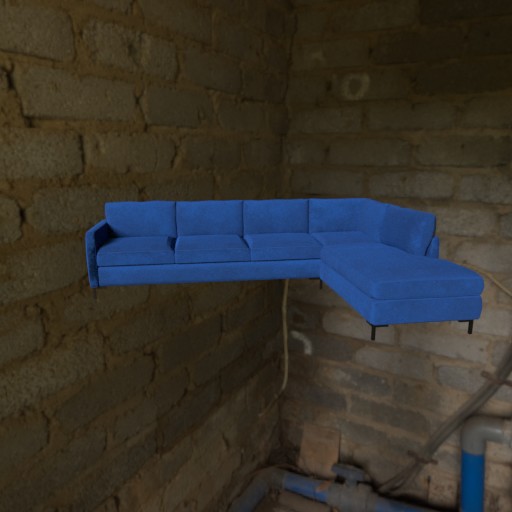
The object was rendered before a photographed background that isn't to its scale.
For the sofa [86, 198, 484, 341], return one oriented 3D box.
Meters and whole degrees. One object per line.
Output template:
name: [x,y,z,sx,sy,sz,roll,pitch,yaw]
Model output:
sofa: [0.000,0.000,3.229,2.486,0.687,1.707,-2,13,-8]
